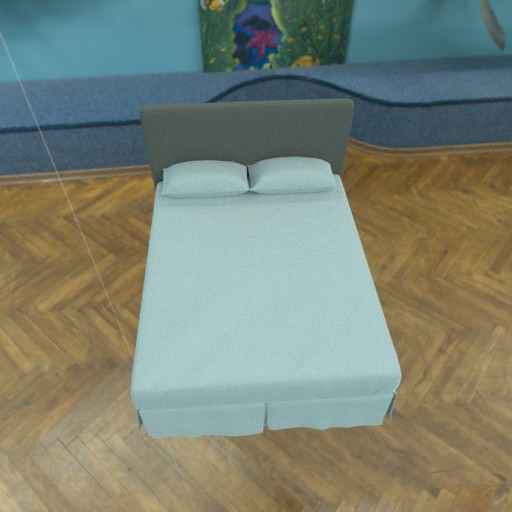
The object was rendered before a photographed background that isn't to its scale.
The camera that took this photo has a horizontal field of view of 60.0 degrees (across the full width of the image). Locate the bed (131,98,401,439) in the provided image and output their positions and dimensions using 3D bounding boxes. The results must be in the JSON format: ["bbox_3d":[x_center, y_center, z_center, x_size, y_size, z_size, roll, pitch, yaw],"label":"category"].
[{"bbox_3d":[0.000,0.000,3.260,1.748,1.330,2.142,-3,48,-3],"label":"bed"}]
